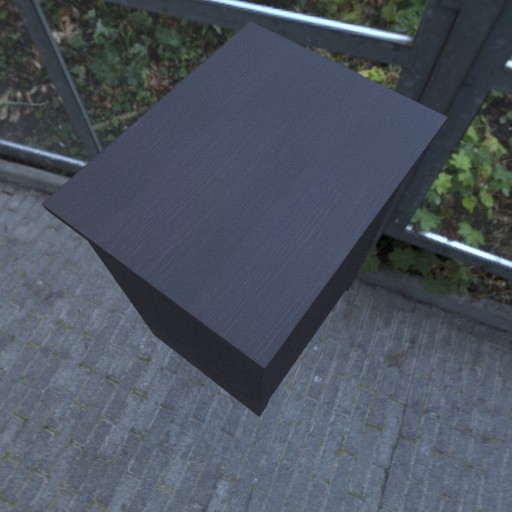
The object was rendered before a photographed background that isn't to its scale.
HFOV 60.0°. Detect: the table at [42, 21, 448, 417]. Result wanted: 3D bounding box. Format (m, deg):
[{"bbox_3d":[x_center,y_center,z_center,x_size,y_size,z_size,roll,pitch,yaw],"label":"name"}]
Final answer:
[{"bbox_3d":[0.000,0.000,0.930,0.381,0.635,0.480,33,68,16],"label":"table"}]
